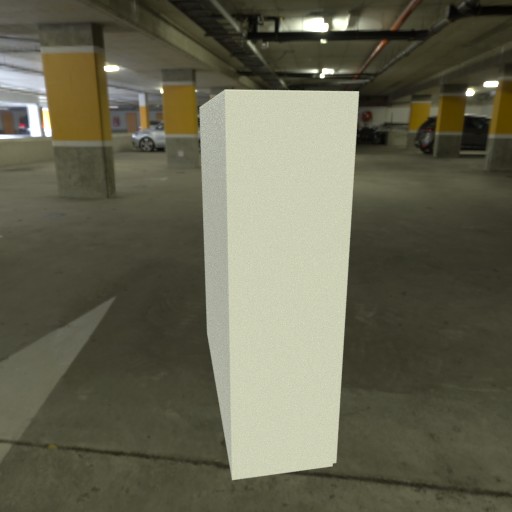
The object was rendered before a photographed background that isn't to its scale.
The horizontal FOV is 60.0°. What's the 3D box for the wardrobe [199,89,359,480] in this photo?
[{"bbox_3d":[0.000,0.000,3.070,0.600,2.020,1.830,-3,17,-10],"label":"wardrobe"}]
